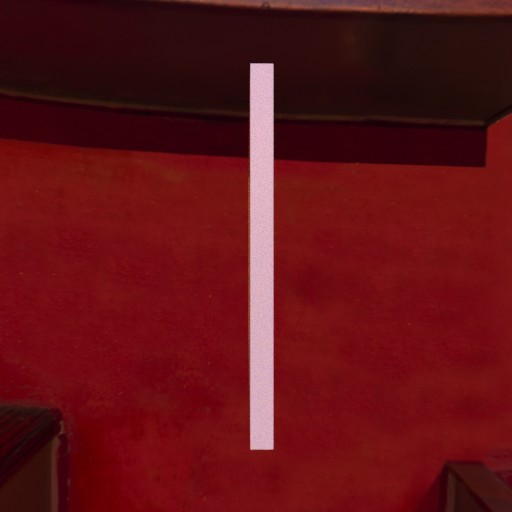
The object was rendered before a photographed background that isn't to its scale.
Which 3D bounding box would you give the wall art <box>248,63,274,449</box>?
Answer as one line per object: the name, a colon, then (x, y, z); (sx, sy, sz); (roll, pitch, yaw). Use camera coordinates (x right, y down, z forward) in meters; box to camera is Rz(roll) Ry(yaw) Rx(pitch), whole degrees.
wall art: (0.000, 0.000, 1.156); (0.037, 0.916, 0.610); (0, 90, -1)
